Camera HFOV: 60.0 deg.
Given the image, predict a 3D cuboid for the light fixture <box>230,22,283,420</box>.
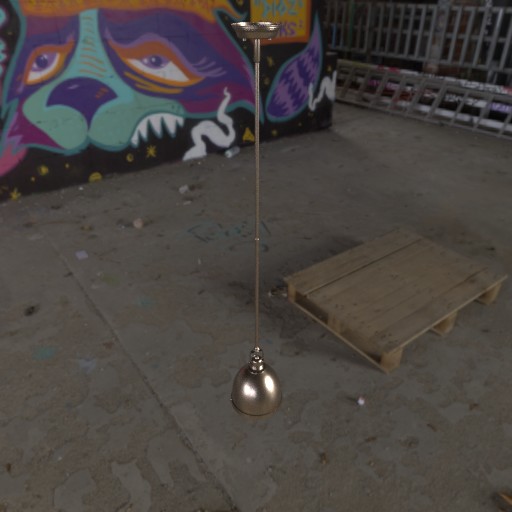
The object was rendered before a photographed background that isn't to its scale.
[{"bbox_3d":[0.000,0.000,1.472,0.217,1.367,0.211,-9,32,-14],"label":"light fixture"}]
